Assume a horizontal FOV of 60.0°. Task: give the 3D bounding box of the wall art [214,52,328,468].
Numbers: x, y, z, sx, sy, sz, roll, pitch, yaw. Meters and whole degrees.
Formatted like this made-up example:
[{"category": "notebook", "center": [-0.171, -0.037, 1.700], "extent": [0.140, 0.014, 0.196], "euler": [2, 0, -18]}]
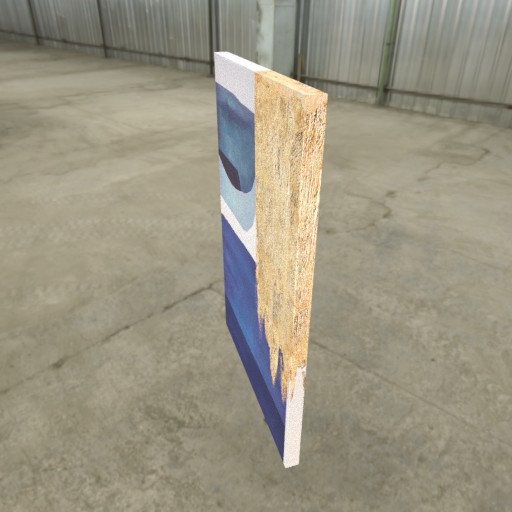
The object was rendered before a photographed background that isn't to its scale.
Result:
[{"category": "wall art", "center": [0.000, 0.000, 1.155], "extent": [0.039, 0.911, 0.607], "euler": [-9, 32, -15]}]
